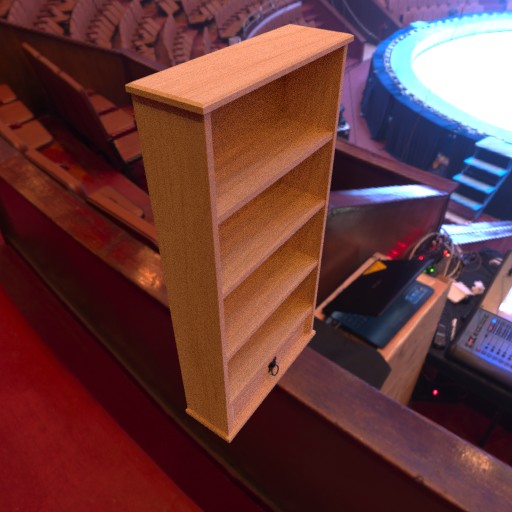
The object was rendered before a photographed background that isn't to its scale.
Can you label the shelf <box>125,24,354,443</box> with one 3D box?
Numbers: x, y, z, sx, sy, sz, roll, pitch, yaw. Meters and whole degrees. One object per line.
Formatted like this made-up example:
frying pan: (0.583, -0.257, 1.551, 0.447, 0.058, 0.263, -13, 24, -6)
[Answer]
shelf: (0.000, 0.000, 1.202, 0.175, 1.030, 0.520, 25, 46, 26)
